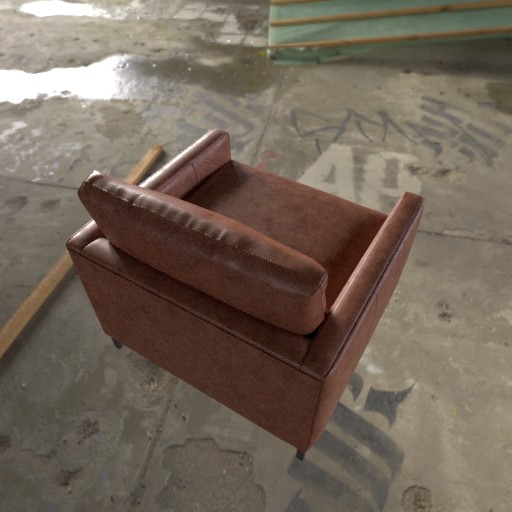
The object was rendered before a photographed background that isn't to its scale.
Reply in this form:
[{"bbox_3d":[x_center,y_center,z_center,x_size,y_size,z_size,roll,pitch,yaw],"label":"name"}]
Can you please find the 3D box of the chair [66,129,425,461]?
[{"bbox_3d":[0.000,0.000,1.642,0.967,0.869,0.862,24,51,21],"label":"chair"}]
